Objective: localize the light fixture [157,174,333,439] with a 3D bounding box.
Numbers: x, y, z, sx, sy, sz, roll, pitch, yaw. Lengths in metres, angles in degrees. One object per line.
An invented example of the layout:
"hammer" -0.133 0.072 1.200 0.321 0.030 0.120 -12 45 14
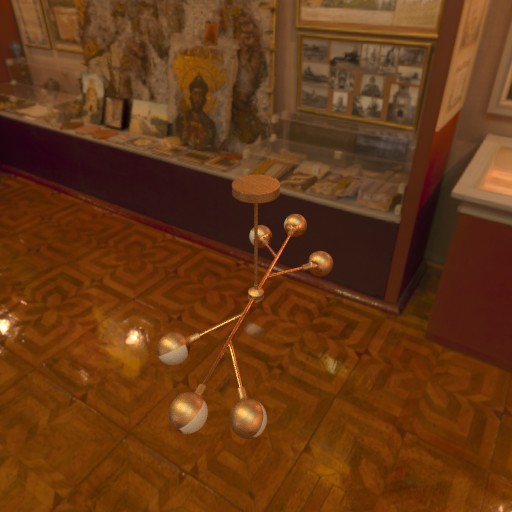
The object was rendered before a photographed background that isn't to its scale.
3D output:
"light fixture" 0.000 0.000 1.031 0.434 0.362 0.778 21 39 29
